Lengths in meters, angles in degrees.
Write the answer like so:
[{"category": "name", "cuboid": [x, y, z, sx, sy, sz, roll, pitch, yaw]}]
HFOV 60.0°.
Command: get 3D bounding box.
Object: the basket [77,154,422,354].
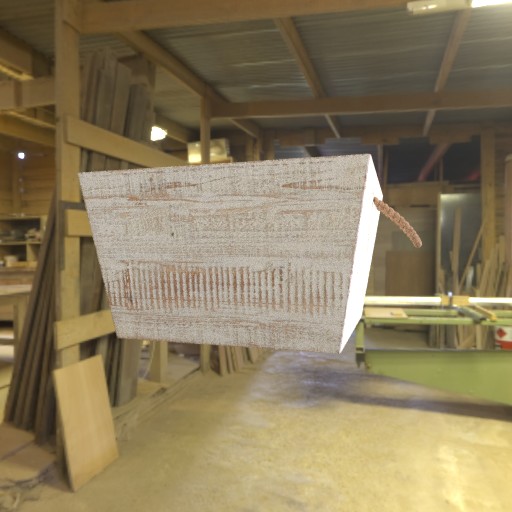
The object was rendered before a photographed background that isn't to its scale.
[{"category": "basket", "cuboid": [0.000, 0.000, 0.778, 0.545, 0.247, 0.413, 0, 1, 18]}]
